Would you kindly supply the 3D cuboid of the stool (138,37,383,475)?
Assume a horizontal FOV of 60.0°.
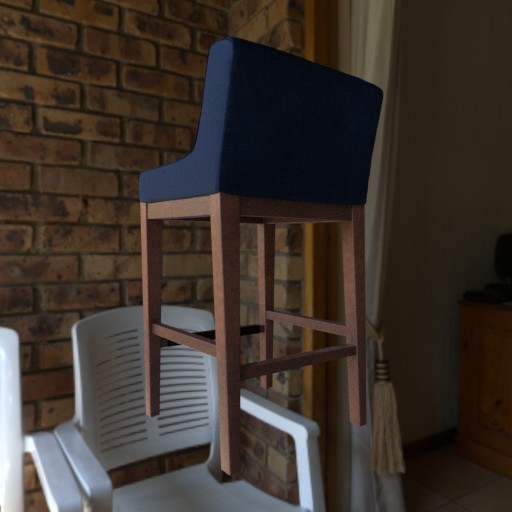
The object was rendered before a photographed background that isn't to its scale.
[{"bbox_3d":[0.000,0.000,1.255,0.511,0.945,0.516,-1,2,-37],"label":"stool"}]
